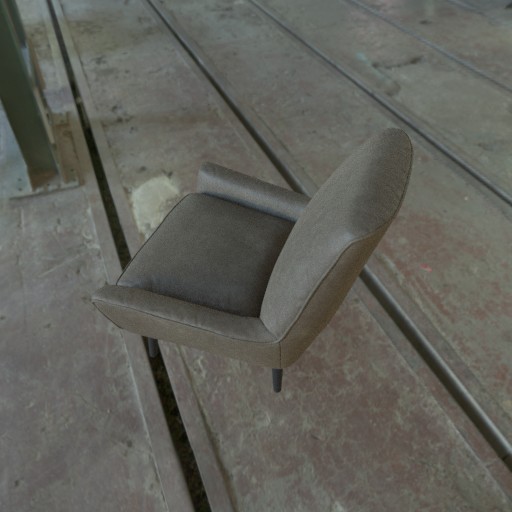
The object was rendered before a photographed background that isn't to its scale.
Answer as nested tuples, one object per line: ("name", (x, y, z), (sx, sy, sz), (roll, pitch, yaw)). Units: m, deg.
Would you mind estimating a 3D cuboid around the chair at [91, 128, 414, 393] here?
("chair", (0.000, 0.000, 1.522), (0.824, 0.888, 0.787), (16, 48, 15))
